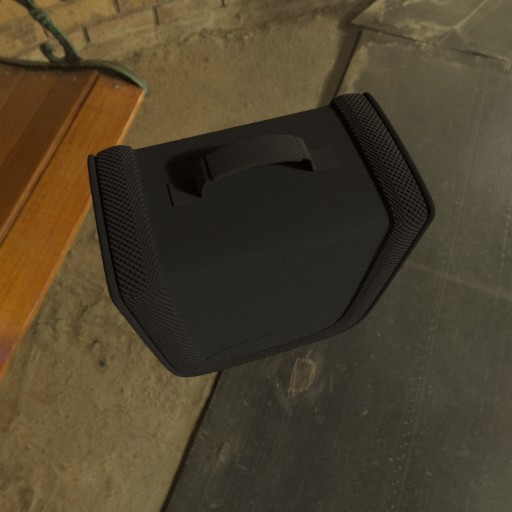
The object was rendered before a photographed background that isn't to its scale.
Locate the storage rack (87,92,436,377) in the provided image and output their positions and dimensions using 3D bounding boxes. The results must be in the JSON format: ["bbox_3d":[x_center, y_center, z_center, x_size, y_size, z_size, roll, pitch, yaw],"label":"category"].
[{"bbox_3d":[0.000,0.000,0.551,0.297,0.387,0.168,-15,64,-8],"label":"storage rack"}]
